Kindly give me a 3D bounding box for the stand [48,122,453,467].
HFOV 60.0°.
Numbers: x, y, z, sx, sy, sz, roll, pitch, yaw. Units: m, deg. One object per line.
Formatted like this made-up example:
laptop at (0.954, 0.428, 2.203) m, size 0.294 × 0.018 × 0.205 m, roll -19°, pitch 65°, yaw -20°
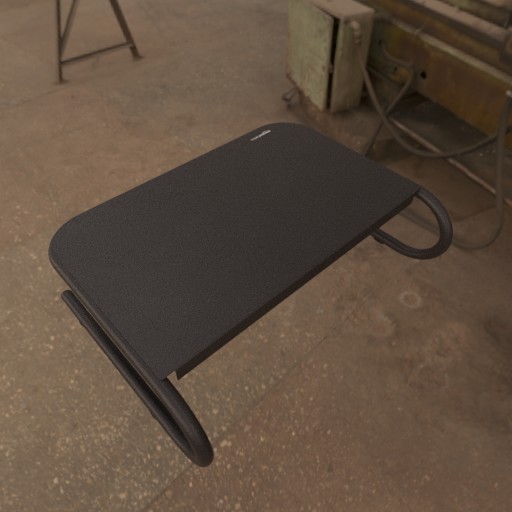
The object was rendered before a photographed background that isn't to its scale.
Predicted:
stand at (0.000, 0.000, 0.503) m, size 0.370 × 0.108 × 0.280 m, roll -34°, pitch 55°, yaw -28°
